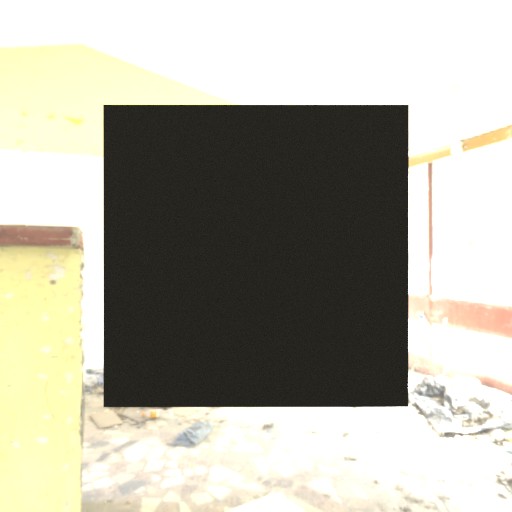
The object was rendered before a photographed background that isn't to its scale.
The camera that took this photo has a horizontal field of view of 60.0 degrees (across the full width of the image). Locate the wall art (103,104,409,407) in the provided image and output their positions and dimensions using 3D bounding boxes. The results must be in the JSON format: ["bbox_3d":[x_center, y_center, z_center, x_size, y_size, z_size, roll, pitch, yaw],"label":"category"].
[{"bbox_3d":[0.000,0.000,0.686,0.462,0.458,0.030,0,0,0],"label":"wall art"}]
